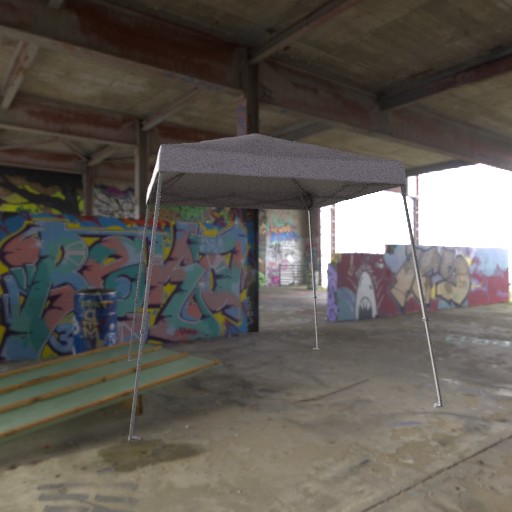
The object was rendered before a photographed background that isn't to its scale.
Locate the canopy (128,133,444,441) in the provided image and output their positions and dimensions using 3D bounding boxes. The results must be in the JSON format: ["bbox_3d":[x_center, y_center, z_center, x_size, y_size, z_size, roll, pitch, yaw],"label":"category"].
[{"bbox_3d":[0.000,0.000,5.151,2.850,2.850,2.849,0,0,-16],"label":"canopy"}]
